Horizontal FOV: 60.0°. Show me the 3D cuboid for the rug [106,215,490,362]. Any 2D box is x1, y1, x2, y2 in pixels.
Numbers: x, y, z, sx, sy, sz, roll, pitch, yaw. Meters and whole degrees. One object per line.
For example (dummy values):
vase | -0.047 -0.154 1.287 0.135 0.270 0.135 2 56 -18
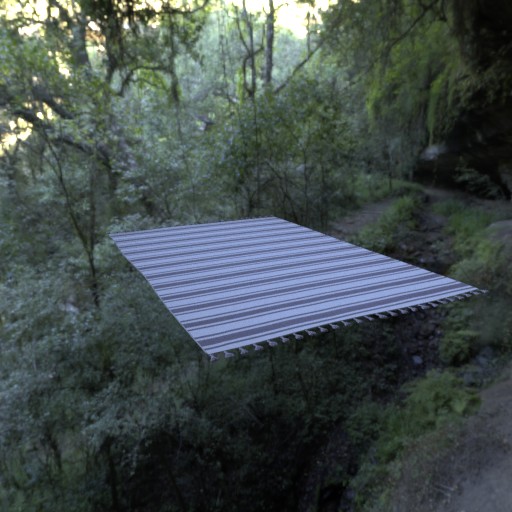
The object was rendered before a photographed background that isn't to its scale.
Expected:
rug | 0.000 0.000 3.845 2.030 0.017 3.040 -8 18 -26
